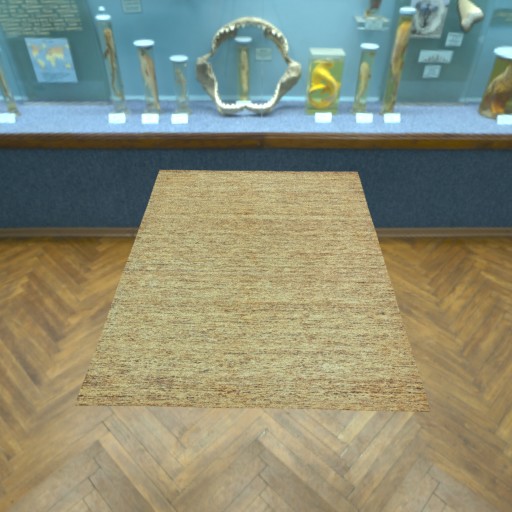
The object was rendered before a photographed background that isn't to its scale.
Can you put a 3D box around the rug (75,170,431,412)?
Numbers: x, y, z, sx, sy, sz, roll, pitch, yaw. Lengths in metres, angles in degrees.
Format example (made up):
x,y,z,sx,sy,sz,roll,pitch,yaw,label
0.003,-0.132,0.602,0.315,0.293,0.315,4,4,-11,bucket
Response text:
x,y,z,sx,sy,sz,roll,pitch,yaw,label
0.000,0.000,4.245,2.438,0.012,3.200,1,41,1,rug
